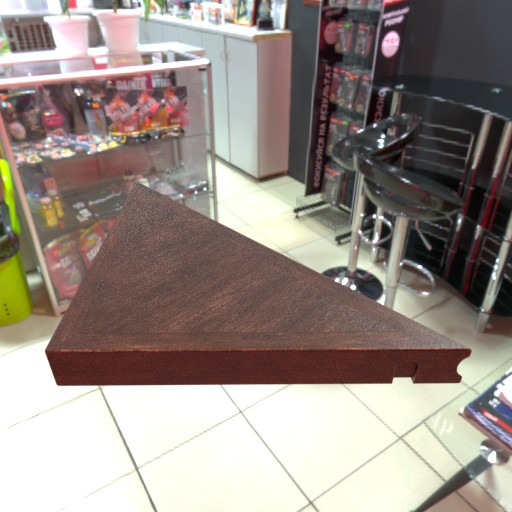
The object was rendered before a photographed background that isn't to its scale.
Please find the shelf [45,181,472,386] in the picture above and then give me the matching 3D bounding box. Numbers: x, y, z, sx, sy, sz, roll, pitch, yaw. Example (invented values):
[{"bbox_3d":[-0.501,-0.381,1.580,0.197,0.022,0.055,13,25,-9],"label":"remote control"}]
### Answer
[{"bbox_3d":[0.000,0.000,0.439,0.296,0.035,0.296,0,33,-1],"label":"shelf"}]
